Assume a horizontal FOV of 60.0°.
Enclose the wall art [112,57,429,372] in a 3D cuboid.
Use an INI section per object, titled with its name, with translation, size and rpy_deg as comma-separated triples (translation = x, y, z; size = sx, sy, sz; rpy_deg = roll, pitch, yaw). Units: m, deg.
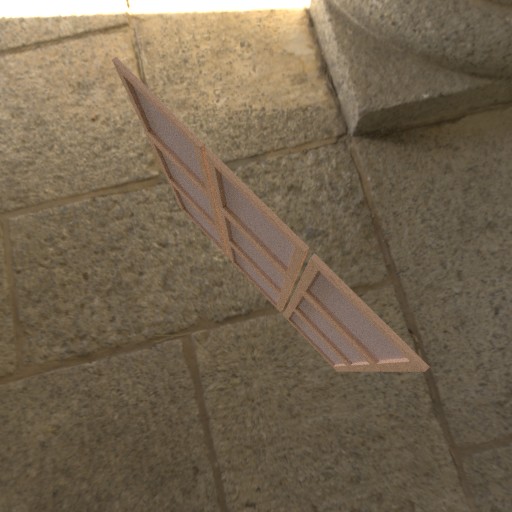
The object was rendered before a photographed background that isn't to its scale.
[wall art]
translation = 0.000, 0.000, 1.773
size = 0.016, 1.207, 1.217
rpy_deg = -42, 79, -10
